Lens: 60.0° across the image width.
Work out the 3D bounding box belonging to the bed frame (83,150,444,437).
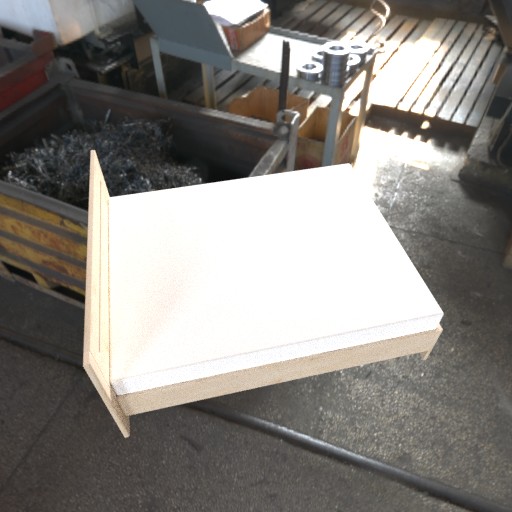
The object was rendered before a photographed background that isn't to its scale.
[{"bbox_3d":[0.000,0.000,3.157,2.080,0.900,1.800,-10,48,-9],"label":"bed frame"}]
